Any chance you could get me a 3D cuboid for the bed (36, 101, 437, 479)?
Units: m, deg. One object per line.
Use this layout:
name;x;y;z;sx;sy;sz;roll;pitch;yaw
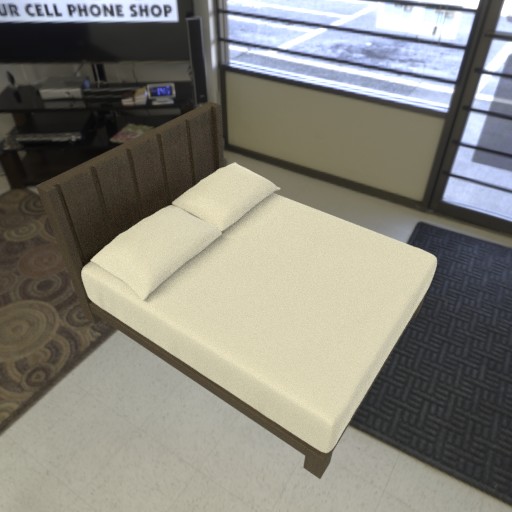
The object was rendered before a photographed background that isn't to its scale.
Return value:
bed;0.000;0.000;3.294;2.242;1.270;1.727;25;47;26
